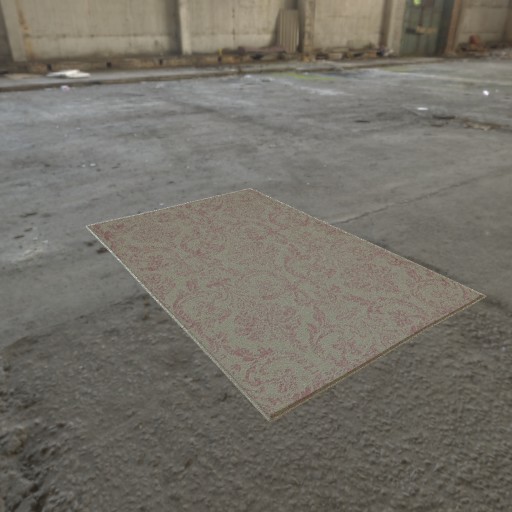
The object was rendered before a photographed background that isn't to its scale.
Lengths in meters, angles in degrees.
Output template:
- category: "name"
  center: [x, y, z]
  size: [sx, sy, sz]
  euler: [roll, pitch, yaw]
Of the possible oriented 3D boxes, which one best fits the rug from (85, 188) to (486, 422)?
- category: "rug"
  center: [0.000, 0.000, 3.477]
  size: [1.819, 0.018, 2.746]
  euler: [-18, 32, -31]
